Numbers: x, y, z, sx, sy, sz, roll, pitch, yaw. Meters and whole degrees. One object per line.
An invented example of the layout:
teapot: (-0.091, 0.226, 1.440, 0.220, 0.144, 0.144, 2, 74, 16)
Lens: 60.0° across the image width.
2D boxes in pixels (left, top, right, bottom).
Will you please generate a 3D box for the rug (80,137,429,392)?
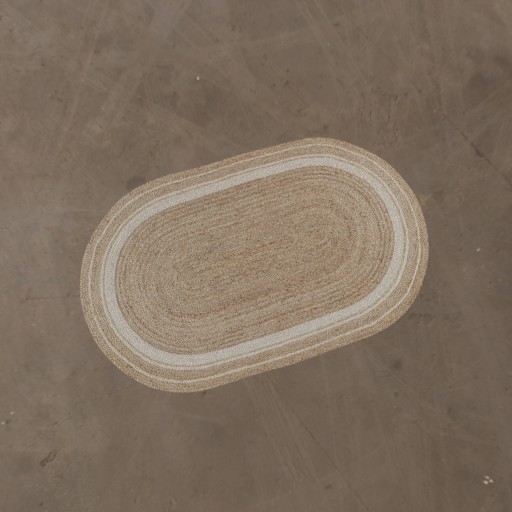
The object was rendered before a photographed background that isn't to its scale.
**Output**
rug: (0.000, 0.000, 3.051, 2.432, 0.006, 1.520, -17, 77, -4)
